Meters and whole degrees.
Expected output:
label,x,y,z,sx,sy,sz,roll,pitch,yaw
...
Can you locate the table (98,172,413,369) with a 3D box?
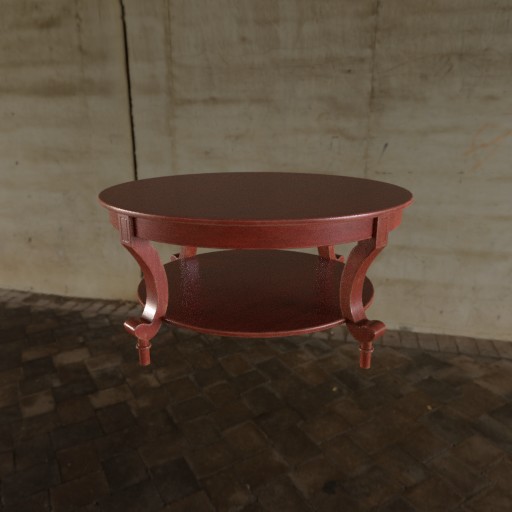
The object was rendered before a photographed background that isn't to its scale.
label,x,y,z,sx,sy,sz,roll,pitch,yaw
table,0.000,0.000,1.588,1.029,0.486,1.029,0,17,0
